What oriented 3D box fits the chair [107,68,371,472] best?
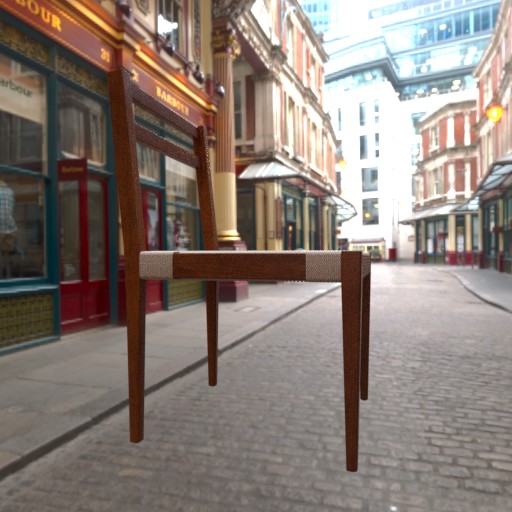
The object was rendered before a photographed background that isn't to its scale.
[{"bbox_3d":[0.000,0.000,1.167,0.569,0.851,0.495,0,0,17],"label":"chair"}]
